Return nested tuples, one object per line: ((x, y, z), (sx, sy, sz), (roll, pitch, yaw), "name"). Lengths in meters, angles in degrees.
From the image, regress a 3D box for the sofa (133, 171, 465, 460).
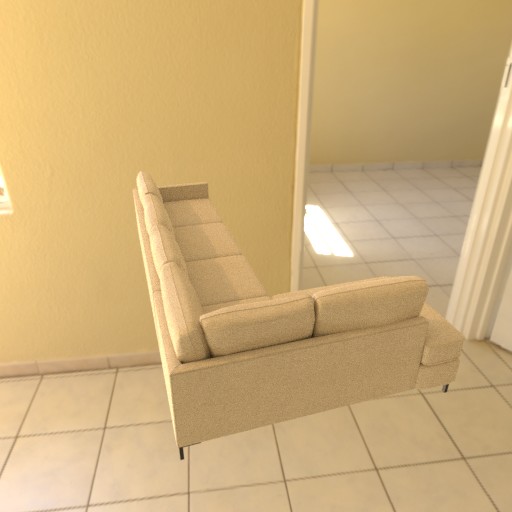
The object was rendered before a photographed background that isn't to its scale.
((0.000, 0.000, 4.251), (2.048, 0.996, 3.384), (-8, 29, -15), "sofa")
